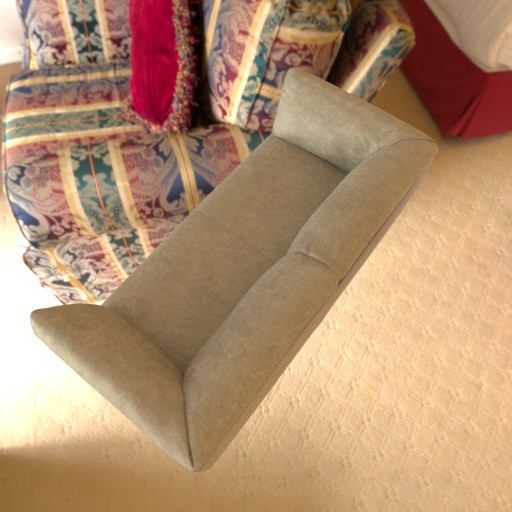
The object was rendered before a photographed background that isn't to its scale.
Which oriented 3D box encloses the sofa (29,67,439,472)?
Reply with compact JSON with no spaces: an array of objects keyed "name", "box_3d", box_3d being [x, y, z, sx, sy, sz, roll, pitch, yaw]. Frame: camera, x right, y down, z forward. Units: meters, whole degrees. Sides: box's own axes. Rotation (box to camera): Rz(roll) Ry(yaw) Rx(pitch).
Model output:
[{"name":"sofa","box_3d":[0.000,0.000,2.253,0.905,0.747,1.878,35,68,16]}]
